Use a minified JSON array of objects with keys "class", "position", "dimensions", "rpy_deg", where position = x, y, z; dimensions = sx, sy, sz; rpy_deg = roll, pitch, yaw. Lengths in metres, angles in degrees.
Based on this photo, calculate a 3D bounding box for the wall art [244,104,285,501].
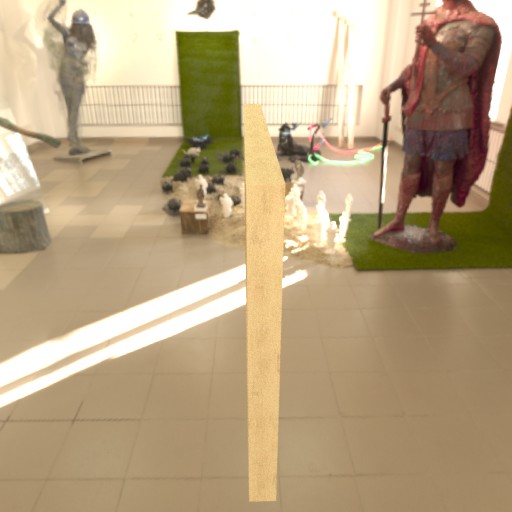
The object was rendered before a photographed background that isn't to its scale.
[{"class":"wall art","position":[0.000,0.000,0.675],"dimensions":[0.032,0.380,0.532],"rpy_deg":[-1,25,-1]}]
